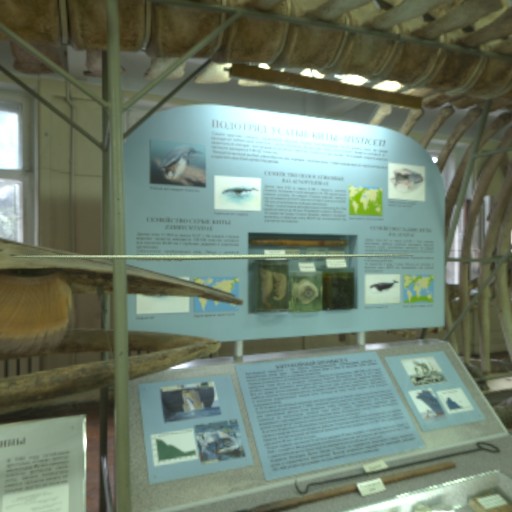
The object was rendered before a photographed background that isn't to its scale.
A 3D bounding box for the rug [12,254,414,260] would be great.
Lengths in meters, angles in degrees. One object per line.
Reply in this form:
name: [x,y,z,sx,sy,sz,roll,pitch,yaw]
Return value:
rug: [0.000,0.000,3.542,1.546,0.011,3.048,0,1,37]
